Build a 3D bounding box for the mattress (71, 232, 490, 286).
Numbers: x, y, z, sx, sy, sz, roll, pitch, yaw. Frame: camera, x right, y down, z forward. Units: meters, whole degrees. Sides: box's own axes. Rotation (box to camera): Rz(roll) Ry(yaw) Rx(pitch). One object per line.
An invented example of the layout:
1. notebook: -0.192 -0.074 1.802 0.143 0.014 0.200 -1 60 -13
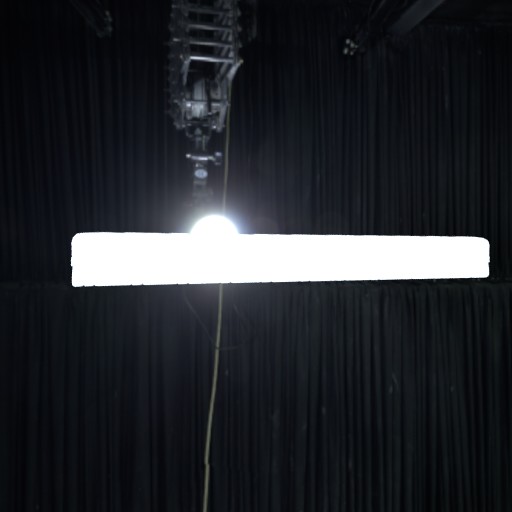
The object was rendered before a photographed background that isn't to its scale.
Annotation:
1. mattress: 0.000 0.000 2.634 1.900 0.200 1.600 0 1 -18
